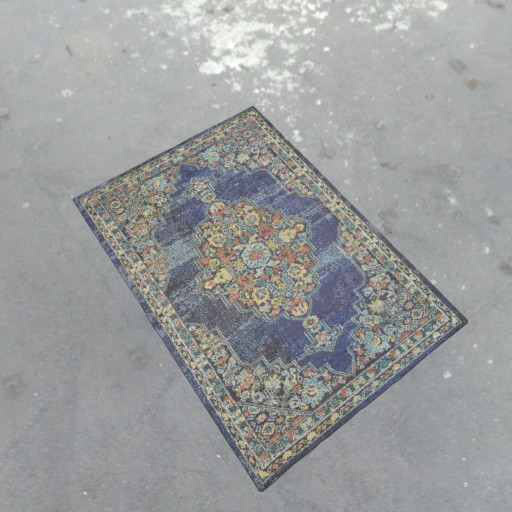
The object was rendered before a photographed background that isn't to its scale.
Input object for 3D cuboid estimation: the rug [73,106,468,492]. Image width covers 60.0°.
[{"bbox_3d":[0.000,0.000,3.784,2.053,0.011,2.940,-32,66,-16],"label":"rug"}]
